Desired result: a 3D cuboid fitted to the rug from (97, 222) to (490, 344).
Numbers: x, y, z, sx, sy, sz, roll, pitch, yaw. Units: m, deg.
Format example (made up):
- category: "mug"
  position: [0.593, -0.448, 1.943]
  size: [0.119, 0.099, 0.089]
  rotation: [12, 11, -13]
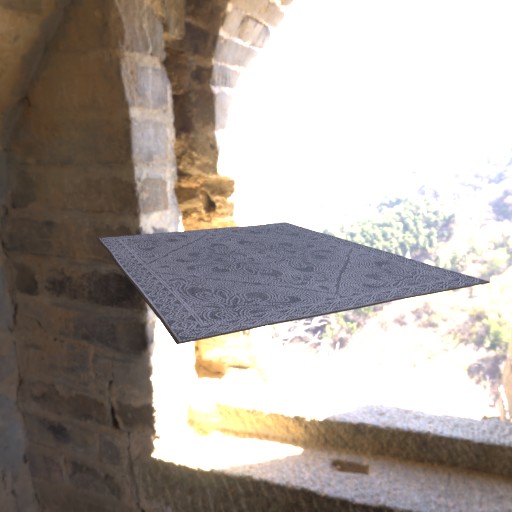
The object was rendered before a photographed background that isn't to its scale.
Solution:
- category: "rug"
  position: [0.000, 0.000, 4.106]
  size: [2.438, 0.012, 3.048]
  rotation: [-7, 15, -25]
